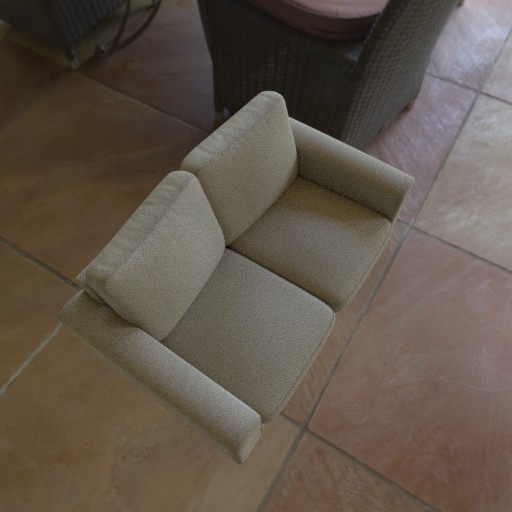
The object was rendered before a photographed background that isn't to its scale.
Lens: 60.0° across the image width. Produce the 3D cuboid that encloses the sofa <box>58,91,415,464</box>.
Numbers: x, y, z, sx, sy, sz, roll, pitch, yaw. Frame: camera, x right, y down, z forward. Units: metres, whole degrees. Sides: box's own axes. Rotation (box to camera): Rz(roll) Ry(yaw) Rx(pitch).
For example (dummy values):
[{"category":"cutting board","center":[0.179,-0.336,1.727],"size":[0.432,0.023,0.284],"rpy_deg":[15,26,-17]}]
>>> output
[{"category":"sofa","center":[0.000,0.000,2.223],"size":[1.016,0.873,1.616],"rpy_deg":[31,65,16]}]
